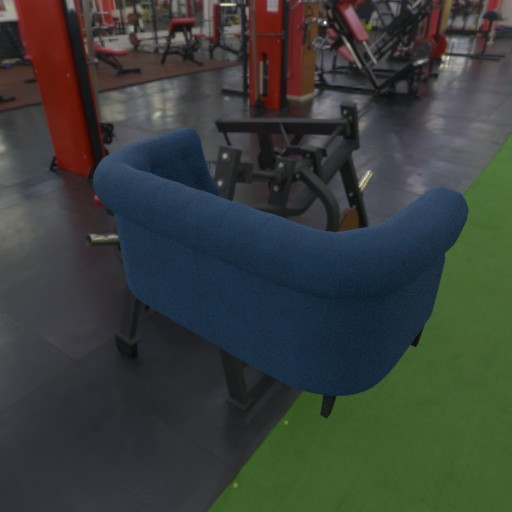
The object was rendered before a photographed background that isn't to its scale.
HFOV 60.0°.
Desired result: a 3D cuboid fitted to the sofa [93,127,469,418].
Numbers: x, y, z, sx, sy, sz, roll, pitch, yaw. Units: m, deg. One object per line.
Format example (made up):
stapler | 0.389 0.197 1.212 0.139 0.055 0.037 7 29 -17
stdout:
sofa | 0.000 0.000 2.010 1.558 0.827 0.835 22 37 32
